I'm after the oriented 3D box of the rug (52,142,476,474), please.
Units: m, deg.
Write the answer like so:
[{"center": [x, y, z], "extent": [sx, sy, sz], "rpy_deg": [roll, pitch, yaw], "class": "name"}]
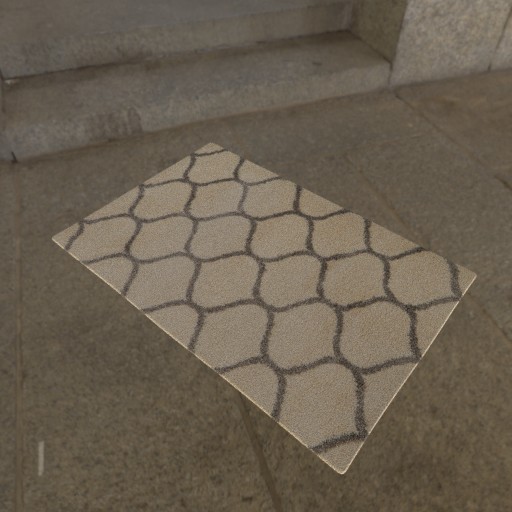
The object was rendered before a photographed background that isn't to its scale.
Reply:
[{"center": [0.000, 0.000, 3.354], "extent": [2.701, 0.026, 1.801], "rpy_deg": [32, 54, 26], "class": "rug"}]
